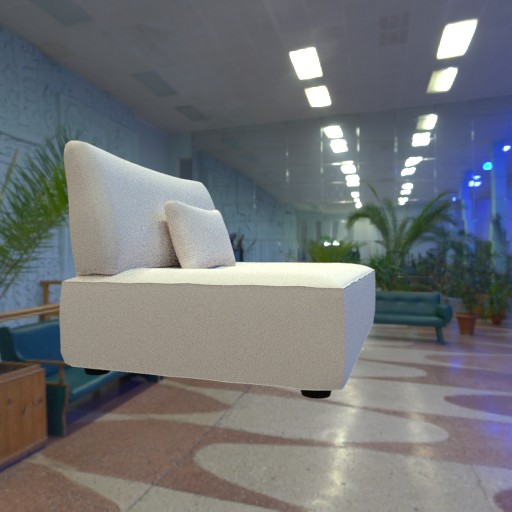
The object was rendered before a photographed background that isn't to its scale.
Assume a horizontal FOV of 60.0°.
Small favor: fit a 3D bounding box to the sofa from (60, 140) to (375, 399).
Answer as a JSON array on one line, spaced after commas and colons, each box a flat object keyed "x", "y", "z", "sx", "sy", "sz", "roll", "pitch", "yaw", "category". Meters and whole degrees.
[{"x": 0.000, "y": 0.000, "z": 2.077, "sx": 1.000, "sy": 0.820, "sz": 1.450, "roll": 0, "pitch": 0, "yaw": 18, "category": "sofa"}]
